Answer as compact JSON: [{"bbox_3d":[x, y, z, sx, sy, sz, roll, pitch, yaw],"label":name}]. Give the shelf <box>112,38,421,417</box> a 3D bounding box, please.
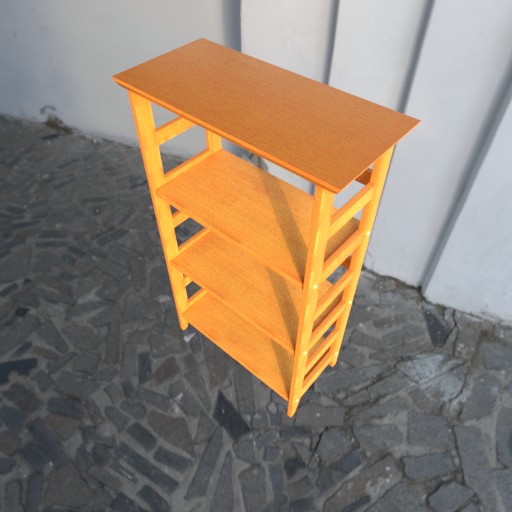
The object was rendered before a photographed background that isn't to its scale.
[{"bbox_3d":[0.000,0.000,1.397,0.660,1.067,0.305,33,55,26],"label":"shelf"}]
